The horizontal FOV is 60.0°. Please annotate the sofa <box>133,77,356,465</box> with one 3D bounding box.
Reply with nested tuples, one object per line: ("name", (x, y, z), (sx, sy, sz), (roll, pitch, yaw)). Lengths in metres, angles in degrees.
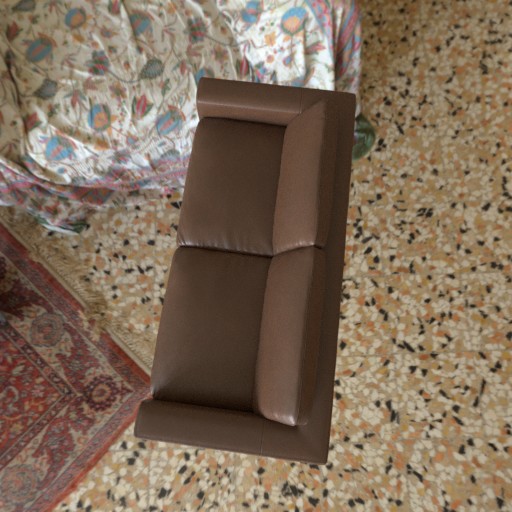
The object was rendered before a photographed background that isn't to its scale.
("sofa", (0.000, 0.000, 2.776), (1.070, 0.801, 2.262), (7, 75, 2))
